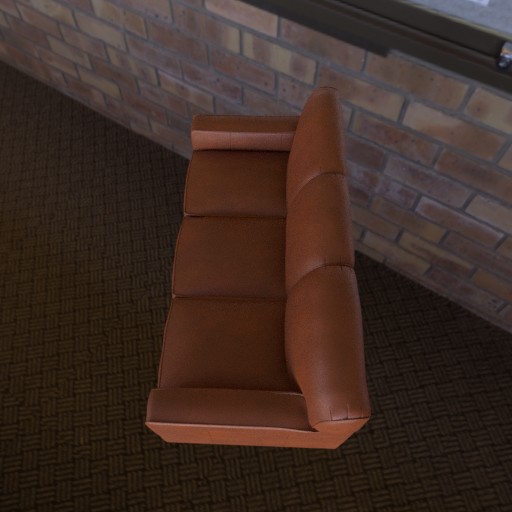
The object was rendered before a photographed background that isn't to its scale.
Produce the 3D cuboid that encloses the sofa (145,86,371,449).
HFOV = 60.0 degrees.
[{"bbox_3d":[0.000,0.000,2.633,1.008,0.953,2.039,2,59,1],"label":"sofa"}]
